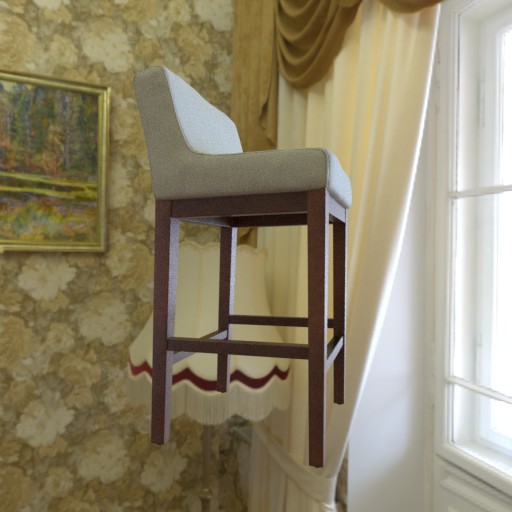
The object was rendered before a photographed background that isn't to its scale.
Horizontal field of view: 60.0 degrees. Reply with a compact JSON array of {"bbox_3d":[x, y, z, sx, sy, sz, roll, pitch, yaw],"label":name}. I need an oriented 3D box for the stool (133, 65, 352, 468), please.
[{"bbox_3d":[0.000,0.000,1.253,0.500,0.937,0.511,0,0,17],"label":"stool"}]
